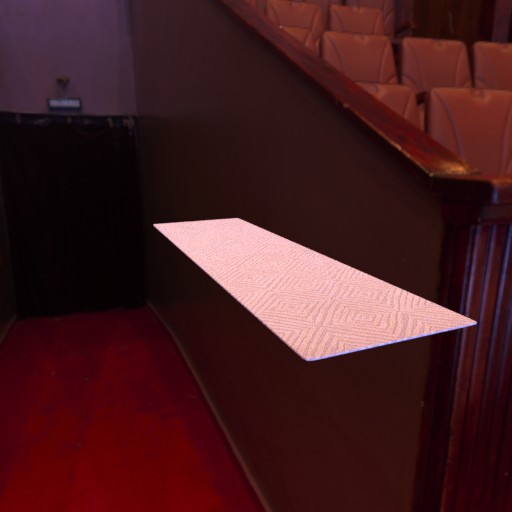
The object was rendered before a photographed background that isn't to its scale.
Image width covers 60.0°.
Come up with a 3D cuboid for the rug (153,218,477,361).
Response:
[{"bbox_3d":[0.000,0.000,2.404,0.676,0.008,2.277,-6,16,-23],"label":"rug"}]
